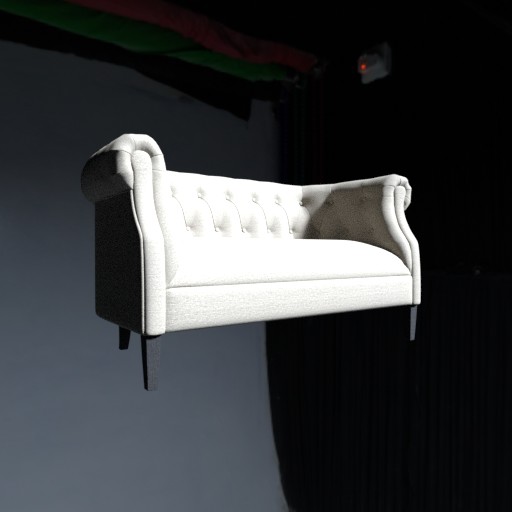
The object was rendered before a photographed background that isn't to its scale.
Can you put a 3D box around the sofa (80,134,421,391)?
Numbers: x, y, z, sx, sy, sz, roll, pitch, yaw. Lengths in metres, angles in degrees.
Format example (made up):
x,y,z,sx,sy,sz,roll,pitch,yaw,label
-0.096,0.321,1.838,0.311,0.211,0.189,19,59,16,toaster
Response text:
x,y,z,sx,sy,sz,roll,pitch,yaw,label
0.000,0.000,2.085,1.558,0.827,0.835,-1,1,-36,sofa
